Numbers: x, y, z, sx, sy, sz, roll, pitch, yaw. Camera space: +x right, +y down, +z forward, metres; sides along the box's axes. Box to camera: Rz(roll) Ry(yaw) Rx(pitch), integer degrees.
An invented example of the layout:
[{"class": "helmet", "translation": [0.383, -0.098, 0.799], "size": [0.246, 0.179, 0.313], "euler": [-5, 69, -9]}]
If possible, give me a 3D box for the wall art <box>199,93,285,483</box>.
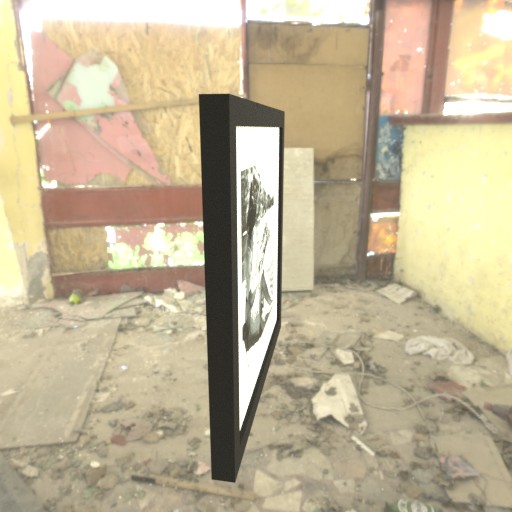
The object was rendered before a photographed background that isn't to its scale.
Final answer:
[{"class": "wall art", "translation": [0.000, 0.000, 0.712], "size": [0.030, 0.458, 0.462], "euler": [3, 16, 10]}]
